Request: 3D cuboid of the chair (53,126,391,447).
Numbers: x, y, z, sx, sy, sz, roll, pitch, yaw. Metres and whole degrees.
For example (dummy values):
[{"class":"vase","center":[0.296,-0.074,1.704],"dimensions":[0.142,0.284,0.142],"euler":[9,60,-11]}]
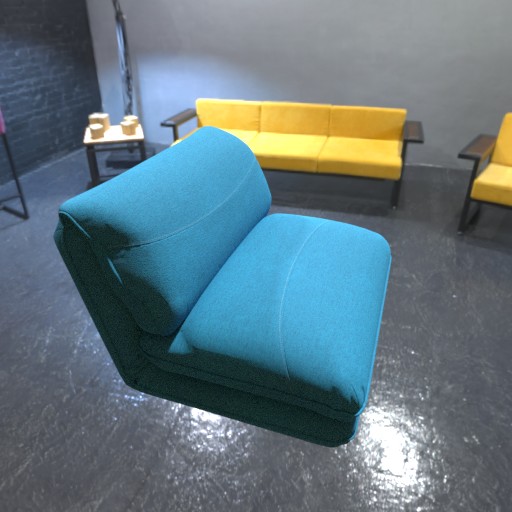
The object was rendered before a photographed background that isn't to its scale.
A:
[{"class":"chair","center":[0.000,0.000,1.343],"dimensions":[0.780,0.580,0.820],"euler":[10,31,17]}]
